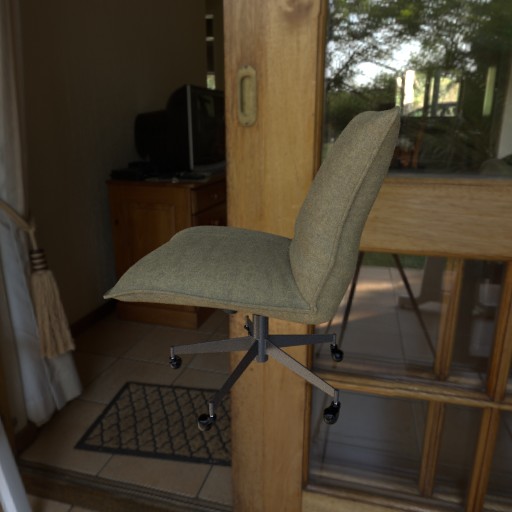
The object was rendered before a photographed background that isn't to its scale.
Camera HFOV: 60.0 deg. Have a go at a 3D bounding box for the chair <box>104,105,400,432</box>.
[{"bbox_3d":[0.000,0.000,1.303,0.696,0.811,0.597,3,17,9],"label":"chair"}]
